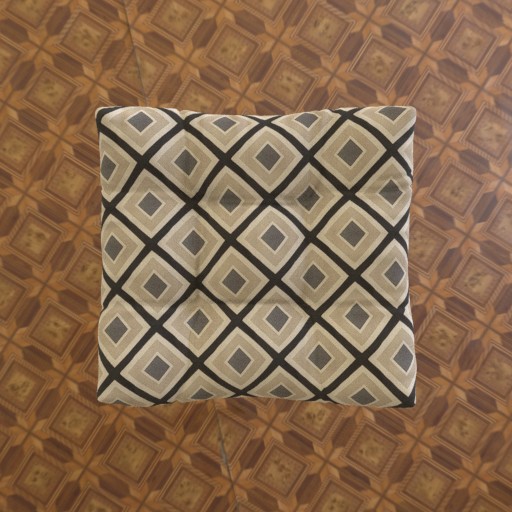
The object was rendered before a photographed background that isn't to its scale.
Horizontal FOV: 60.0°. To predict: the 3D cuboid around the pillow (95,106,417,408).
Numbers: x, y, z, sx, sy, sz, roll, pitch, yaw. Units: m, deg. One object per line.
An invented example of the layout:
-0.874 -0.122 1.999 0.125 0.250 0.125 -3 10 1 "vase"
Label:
0.000 0.000 0.702 0.490 0.128 0.468 0 89 1 "pillow"
